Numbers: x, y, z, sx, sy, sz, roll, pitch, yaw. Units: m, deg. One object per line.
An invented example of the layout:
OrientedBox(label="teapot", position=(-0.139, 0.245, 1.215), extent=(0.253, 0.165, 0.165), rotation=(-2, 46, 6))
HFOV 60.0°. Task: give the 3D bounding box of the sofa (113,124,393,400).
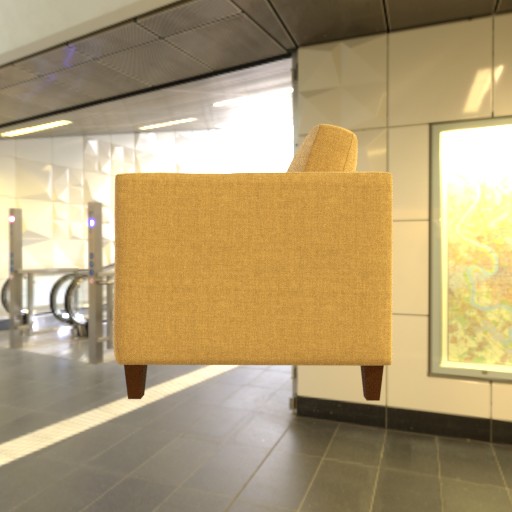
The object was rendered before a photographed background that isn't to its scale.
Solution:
OrientedBox(label="sofa", position=(0.000, 0.000, 2.371), extent=(0.950, 0.963, 1.884), rotation=(0, 1, 1))
